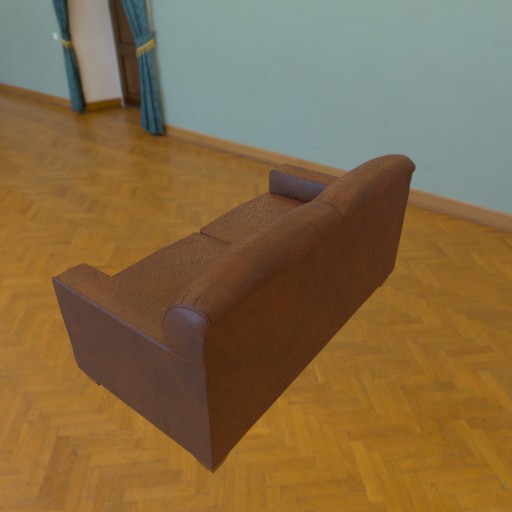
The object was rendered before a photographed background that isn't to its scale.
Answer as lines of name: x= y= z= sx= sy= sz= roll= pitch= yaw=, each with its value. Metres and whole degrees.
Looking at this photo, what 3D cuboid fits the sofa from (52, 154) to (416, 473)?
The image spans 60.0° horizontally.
sofa: x=0.000 y=0.000 z=2.437 sx=1.000 sy=0.966 sz=1.856 roll=22 pitch=38 yaw=31
